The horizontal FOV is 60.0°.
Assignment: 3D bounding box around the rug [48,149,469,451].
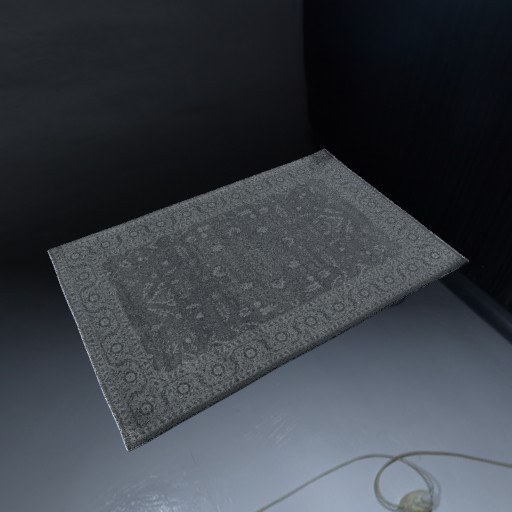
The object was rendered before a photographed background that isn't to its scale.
[{"bbox_3d":[0.000,0.000,2.290,1.828,0.019,1.209,-24,50,-21],"label":"rug"}]
